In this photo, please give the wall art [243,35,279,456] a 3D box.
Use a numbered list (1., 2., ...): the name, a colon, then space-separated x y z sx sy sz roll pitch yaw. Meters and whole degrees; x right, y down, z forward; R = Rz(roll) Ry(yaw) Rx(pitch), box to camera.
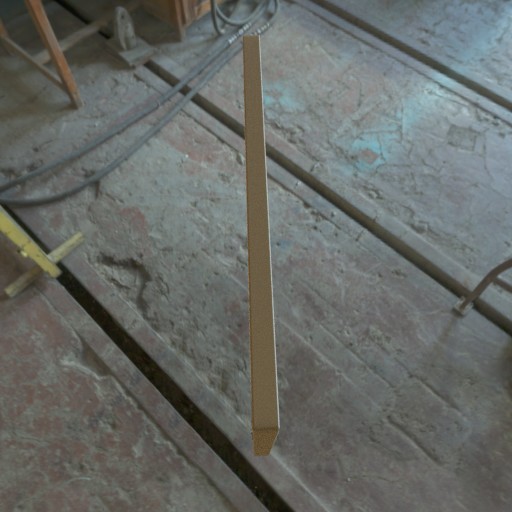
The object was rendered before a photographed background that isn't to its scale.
1. wall art: 0.000 0.000 0.478 0.019 0.254 0.380 -2 62 -1
